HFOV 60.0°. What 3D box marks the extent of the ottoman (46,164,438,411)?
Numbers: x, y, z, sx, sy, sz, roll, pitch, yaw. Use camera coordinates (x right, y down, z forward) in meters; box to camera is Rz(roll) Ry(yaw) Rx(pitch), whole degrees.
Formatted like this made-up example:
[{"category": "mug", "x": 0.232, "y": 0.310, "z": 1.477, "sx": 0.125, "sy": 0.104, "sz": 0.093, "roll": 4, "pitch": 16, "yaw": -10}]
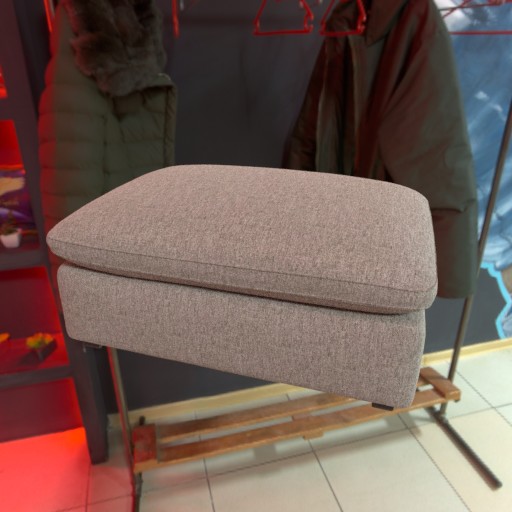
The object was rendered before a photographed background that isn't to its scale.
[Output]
[{"category": "ottoman", "x": 0.000, "y": 0.000, "z": 1.350, "sx": 0.977, "sy": 0.451, "sz": 0.694, "roll": 8, "pitch": 27, "yaw": 15}]
